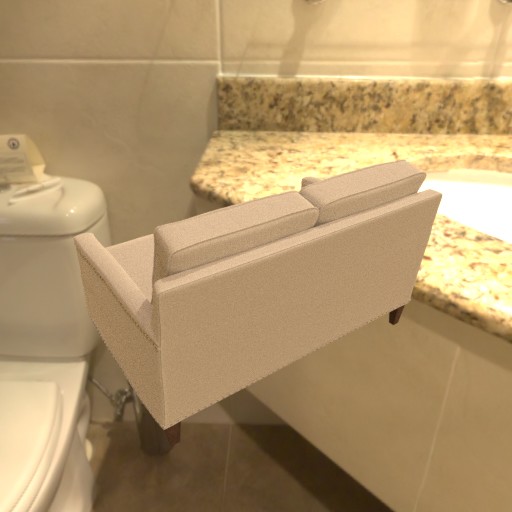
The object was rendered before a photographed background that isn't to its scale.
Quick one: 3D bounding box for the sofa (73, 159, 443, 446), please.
[{"bbox_3d":[0.000,0.000,2.335,1.597,1.003,1.084,-19,35,-30],"label":"sofa"}]
